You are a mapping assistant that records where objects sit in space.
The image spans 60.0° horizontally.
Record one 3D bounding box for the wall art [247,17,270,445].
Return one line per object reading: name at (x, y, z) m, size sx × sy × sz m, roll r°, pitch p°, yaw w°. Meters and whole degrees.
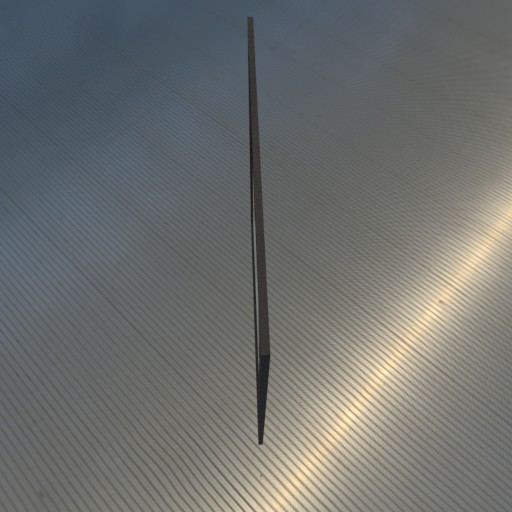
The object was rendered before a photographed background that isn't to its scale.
wall art at (0.000, 0.000, 1.187) m, size 0.013 × 0.823 × 0.823 m, roll -2°, pitch 59°, yaw -1°
